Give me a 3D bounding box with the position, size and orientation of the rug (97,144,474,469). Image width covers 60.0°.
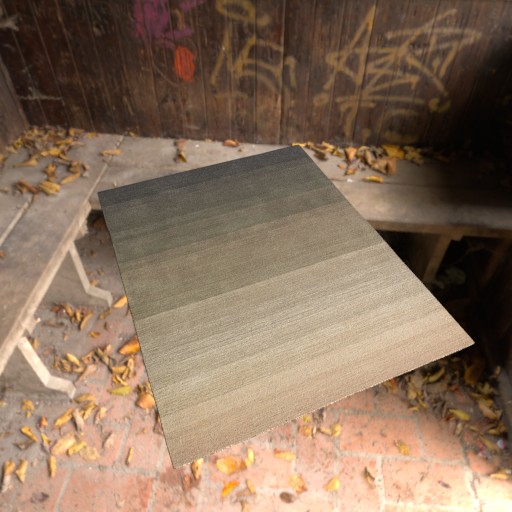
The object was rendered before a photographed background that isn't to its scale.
[{"bbox_3d":[0.000,0.000,3.928,2.315,0.015,2.932,-17,49,-16],"label":"rug"}]
